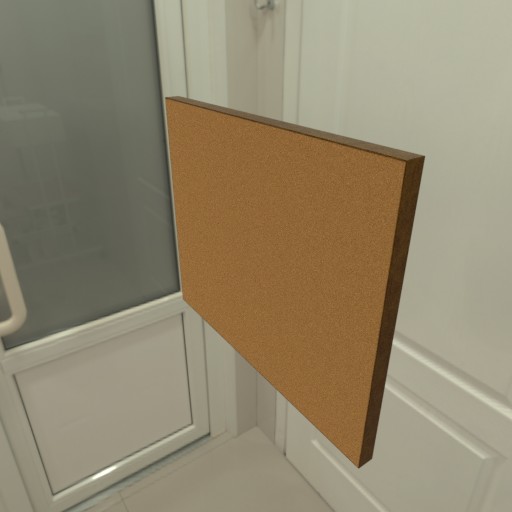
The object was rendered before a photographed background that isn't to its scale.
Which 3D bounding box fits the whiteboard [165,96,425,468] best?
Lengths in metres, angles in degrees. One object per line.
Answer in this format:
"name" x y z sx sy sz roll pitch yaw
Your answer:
"whiteboard" 0.000 0.000 0.756 0.029 0.457 0.561 -18 32 -31
